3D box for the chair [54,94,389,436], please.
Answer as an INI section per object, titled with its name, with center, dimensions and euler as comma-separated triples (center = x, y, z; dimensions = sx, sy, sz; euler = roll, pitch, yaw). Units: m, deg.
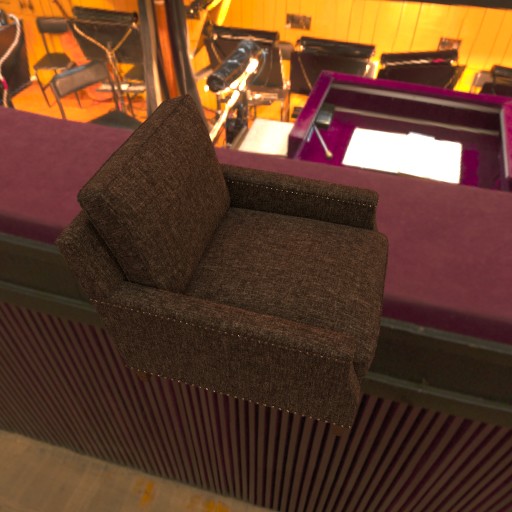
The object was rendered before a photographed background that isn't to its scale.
[chair]
center = 0.000, 0.000, 1.729
dimensions = 1.014, 0.943, 0.853
euler = 12, 47, 11
